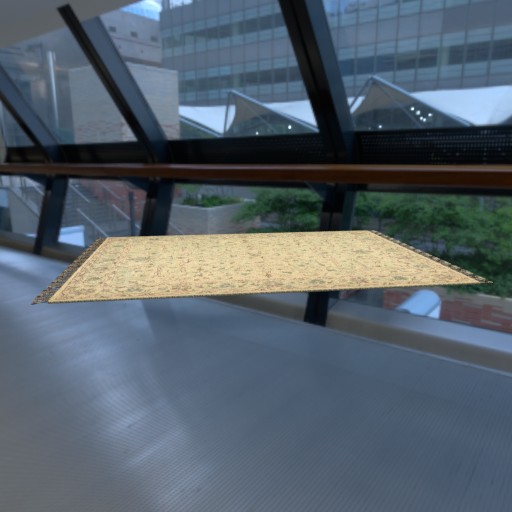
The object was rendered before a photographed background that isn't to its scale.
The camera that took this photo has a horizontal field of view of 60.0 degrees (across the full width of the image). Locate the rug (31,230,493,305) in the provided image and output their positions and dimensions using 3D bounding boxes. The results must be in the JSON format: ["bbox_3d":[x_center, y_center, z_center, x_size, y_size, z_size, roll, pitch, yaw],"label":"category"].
[{"bbox_3d":[0.000,0.000,2.286,1.802,0.008,1.247,-2,14,-8],"label":"rug"}]
